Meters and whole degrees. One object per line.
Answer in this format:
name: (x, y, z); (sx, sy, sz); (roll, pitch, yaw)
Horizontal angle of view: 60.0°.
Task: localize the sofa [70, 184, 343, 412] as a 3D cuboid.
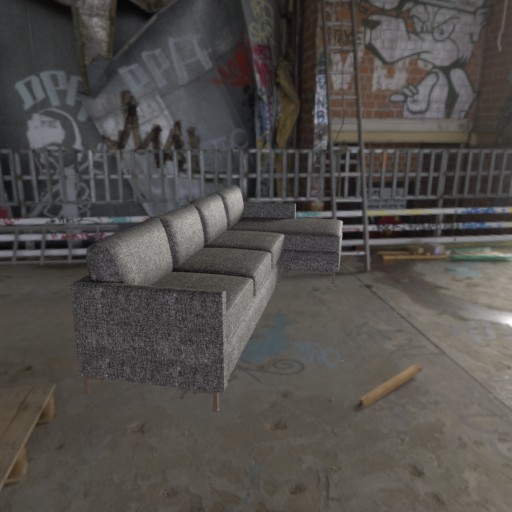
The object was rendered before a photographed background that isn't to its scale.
sofa: (0.000, 0.000, 4.061); (1.488, 0.970, 3.384); (3, 16, 12)
